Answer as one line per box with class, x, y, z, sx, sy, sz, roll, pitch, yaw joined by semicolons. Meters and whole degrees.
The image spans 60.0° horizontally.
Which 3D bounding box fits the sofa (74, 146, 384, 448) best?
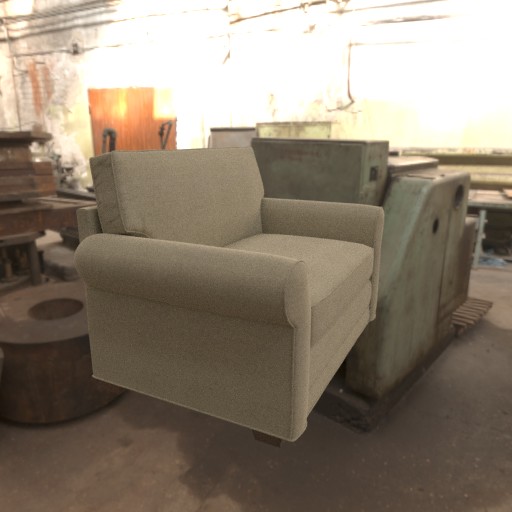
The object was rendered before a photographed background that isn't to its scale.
sofa;0.000;0.000;2.099;0.936;0.991;1.405;7;17;26
